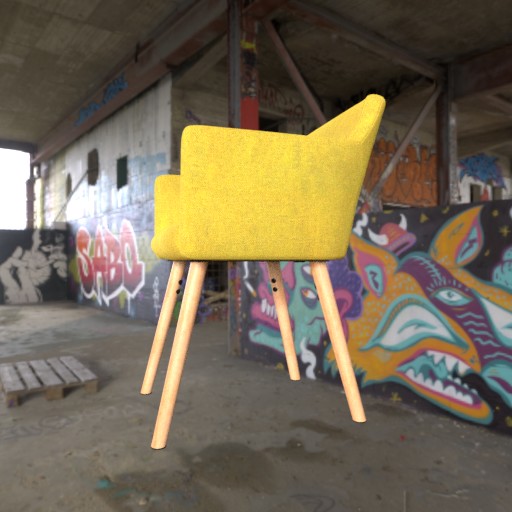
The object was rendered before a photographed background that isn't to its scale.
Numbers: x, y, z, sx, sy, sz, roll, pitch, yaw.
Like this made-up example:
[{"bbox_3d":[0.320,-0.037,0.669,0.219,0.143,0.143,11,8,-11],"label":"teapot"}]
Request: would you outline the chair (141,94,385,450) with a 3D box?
[{"bbox_3d":[0.000,0.000,1.166,0.570,0.780,0.570,0,0,-18],"label":"chair"}]
